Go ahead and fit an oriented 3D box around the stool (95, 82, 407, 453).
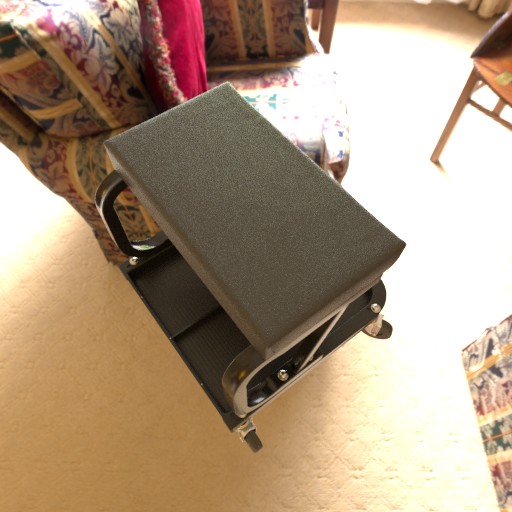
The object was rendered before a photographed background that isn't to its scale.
[{"bbox_3d":[0.000,0.000,0.730,0.371,0.380,0.446,-33,65,-18],"label":"stool"}]
